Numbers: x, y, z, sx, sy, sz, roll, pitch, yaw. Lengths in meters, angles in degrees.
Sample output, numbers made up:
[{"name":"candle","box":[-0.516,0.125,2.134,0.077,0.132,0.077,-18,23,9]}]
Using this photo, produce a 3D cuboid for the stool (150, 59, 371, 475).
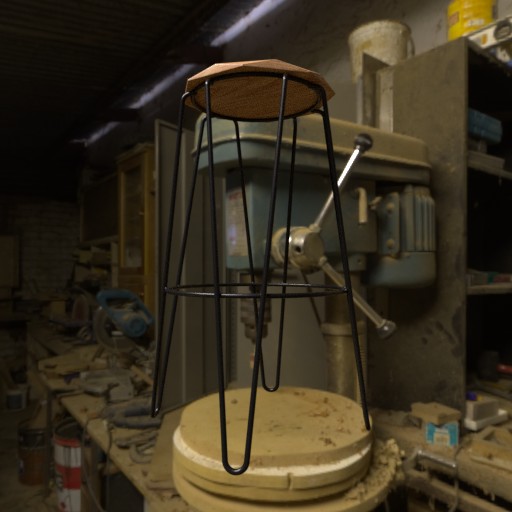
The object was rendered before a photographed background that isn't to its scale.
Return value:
[{"name":"stool","box":[0.000,0.000,0.808,0.326,0.610,0.326,0,-1,-36]}]
